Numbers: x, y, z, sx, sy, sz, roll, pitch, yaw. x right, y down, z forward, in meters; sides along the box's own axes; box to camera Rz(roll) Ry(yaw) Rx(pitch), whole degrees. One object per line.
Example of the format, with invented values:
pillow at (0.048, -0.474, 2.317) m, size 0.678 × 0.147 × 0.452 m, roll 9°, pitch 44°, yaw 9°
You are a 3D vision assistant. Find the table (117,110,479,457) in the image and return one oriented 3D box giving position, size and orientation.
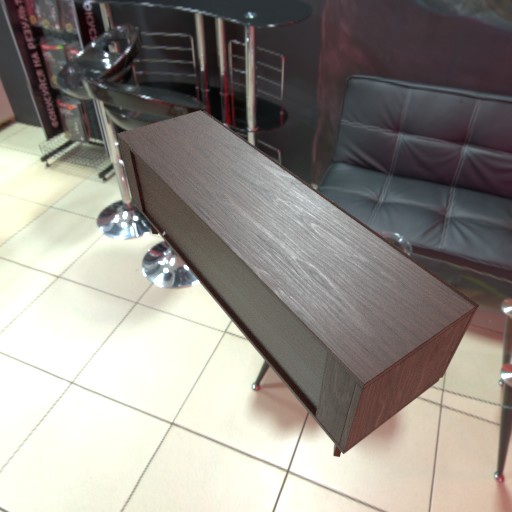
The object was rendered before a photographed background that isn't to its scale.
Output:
table at (0.000, 0.000, 1.626) m, size 0.405 × 0.508 × 1.397 m, roll -25°, pitch 48°, yaw -25°
